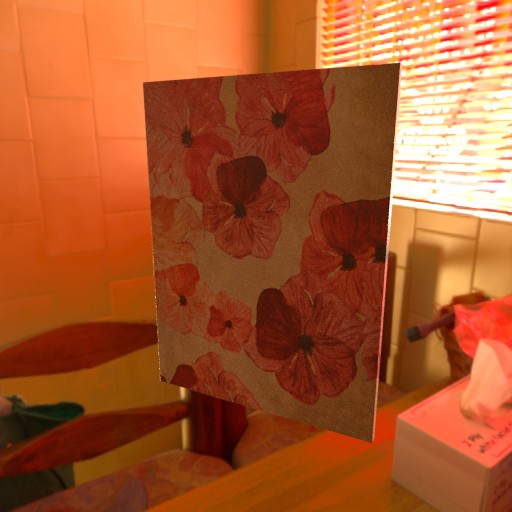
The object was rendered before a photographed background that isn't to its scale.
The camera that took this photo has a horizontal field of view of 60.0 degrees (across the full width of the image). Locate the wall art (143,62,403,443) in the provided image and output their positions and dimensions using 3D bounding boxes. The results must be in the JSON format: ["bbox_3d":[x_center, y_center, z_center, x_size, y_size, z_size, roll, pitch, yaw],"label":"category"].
[{"bbox_3d":[0.000,0.000,1.325,0.762,1.015,0.031,7,16,26],"label":"wall art"}]
